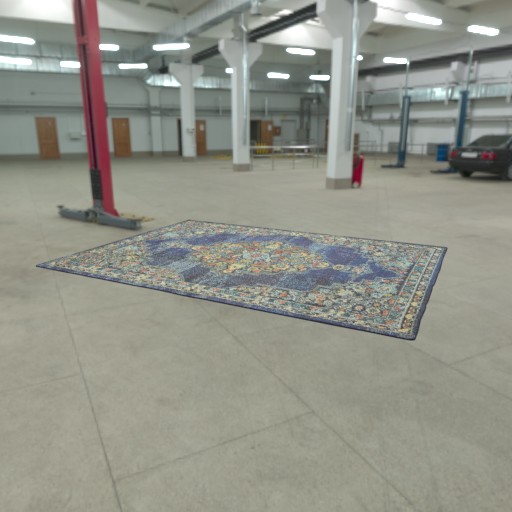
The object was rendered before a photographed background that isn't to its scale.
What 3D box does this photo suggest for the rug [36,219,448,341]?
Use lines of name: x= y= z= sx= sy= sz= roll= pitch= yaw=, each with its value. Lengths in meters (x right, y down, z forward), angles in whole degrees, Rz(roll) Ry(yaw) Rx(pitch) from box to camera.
rug: x=0.000 y=0.000 z=2.929 sx=2.232 sy=0.009 sz=1.630 roll=8 pitch=18 yaw=26
